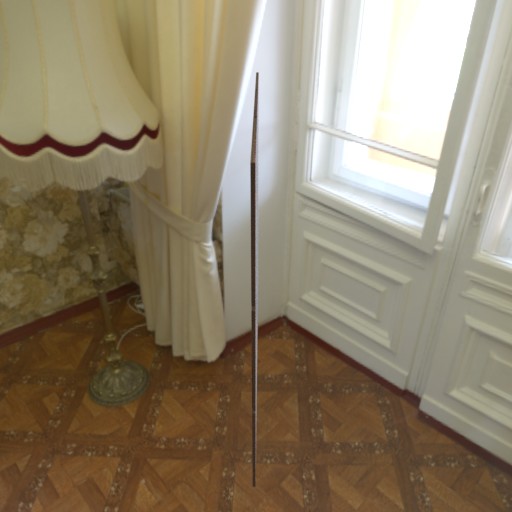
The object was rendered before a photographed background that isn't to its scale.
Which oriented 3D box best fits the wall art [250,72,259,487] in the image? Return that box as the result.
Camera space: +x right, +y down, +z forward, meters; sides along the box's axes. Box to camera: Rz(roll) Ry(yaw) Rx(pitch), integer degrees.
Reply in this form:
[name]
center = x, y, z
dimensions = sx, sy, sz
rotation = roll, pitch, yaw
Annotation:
[wall art]
center = 0.000, 0.000, 2.269
dimensions = 0.014, 1.525, 1.527
rotation = 0, 31, 1
